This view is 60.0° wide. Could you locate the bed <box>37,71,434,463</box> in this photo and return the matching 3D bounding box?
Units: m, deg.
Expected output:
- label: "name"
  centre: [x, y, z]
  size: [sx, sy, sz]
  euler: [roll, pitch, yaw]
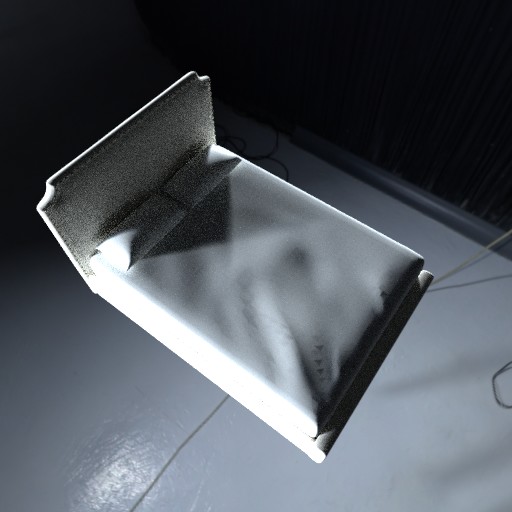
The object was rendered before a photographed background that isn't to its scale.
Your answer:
- label: "bed"
  centre: [0.000, 0.000, 3.373]
  size: [2.365, 1.443, 1.712]
  euler: [32, 63, 19]
